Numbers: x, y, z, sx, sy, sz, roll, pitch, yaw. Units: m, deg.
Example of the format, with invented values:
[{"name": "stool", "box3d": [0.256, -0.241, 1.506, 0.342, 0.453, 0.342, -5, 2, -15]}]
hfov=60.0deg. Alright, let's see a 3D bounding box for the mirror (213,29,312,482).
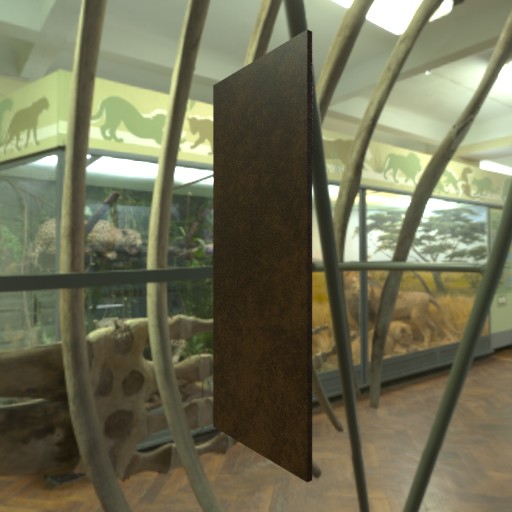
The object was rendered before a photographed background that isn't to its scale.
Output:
[{"name": "mirror", "box3d": [0.000, 0.000, 2.323, 0.032, 2.031, 0.812, 0, 0, -37]}]
